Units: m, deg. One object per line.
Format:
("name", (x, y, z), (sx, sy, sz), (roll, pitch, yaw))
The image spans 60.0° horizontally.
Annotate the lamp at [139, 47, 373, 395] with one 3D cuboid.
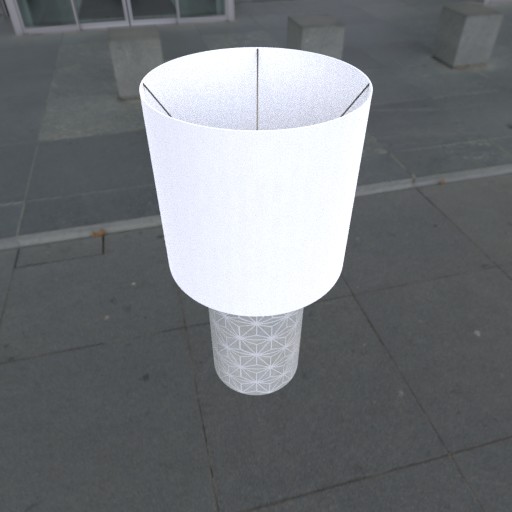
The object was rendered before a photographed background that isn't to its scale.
("lamp", (0.000, 0.000, 0.535), (0.206, 0.416, 0.206), (0, 41, 0))
